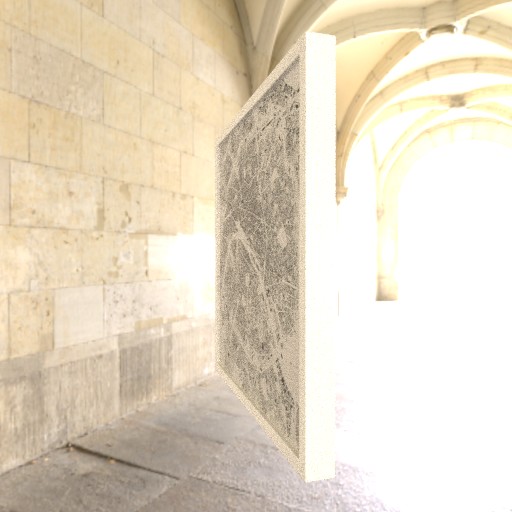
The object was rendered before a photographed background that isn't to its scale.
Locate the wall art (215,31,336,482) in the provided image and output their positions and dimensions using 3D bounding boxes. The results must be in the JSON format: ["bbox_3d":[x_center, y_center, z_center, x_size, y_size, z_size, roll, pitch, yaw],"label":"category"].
[{"bbox_3d":[0.000,0.000,0.745,0.038,0.508,0.508,0,0,-17],"label":"wall art"}]
